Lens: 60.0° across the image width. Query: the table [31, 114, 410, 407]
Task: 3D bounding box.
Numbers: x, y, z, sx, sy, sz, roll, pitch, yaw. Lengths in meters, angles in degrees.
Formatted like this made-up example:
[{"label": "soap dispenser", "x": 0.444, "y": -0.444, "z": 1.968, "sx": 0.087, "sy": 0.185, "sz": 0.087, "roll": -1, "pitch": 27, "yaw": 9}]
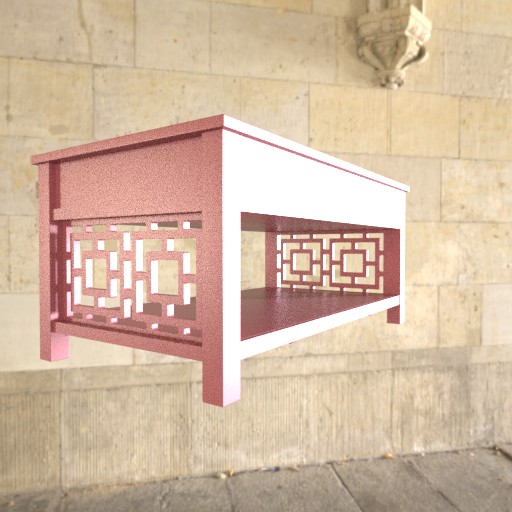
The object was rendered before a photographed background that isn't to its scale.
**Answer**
[{"label": "table", "x": 0.000, "y": 0.000, "z": 1.347, "sx": 0.612, "sy": 0.493, "sz": 1.068, "roll": 1, "pitch": 1, "yaw": 35}]
